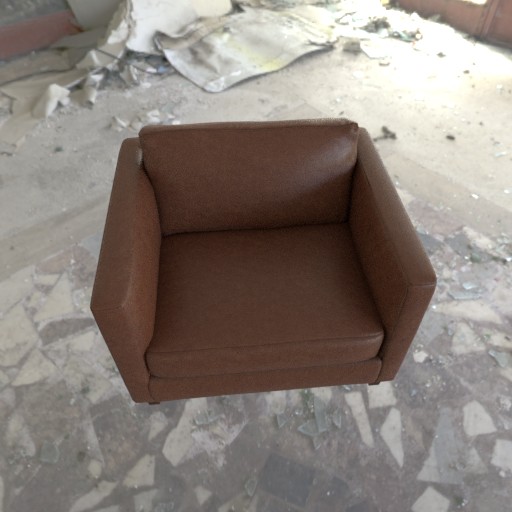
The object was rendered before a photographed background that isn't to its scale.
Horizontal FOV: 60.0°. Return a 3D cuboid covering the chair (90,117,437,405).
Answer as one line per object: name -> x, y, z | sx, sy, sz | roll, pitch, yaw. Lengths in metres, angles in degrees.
chair -> 0.000, 0.000, 1.859 | 1.107, 0.917, 0.959 | -4, 48, -4
